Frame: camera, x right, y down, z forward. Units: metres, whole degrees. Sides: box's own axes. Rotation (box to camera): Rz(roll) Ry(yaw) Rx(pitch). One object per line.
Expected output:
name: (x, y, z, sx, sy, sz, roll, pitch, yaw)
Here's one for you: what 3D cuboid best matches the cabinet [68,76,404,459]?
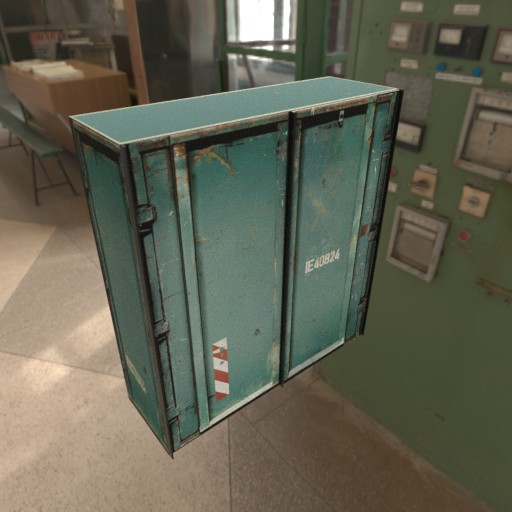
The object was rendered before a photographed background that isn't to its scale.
cabinet: (0.000, 0.000, 3.211, 2.000, 2.160, 0.680, -23, 38, -32)
